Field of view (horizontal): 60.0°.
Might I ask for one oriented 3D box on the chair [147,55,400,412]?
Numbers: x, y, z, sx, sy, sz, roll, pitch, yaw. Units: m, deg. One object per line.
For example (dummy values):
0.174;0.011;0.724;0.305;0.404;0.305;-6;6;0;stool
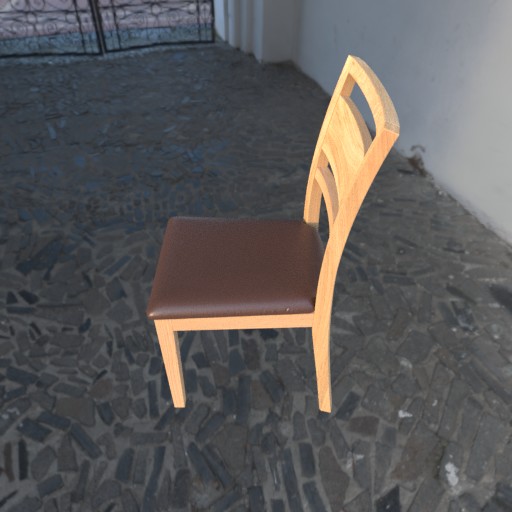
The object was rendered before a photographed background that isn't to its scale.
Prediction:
0.000;0.000;1.226;0.545;0.940;0.420;0;42;0;chair
